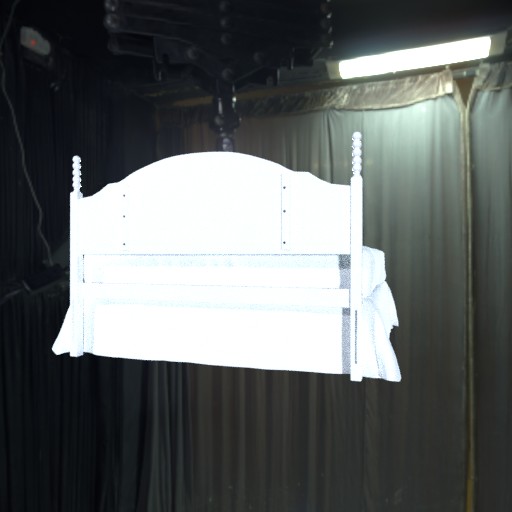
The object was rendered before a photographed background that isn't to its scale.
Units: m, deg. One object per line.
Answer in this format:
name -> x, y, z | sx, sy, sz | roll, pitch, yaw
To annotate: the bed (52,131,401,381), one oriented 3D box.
bed -> 0.000, 0.000, 3.727 | 2.322, 1.355, 2.219 | 0, 0, 18
